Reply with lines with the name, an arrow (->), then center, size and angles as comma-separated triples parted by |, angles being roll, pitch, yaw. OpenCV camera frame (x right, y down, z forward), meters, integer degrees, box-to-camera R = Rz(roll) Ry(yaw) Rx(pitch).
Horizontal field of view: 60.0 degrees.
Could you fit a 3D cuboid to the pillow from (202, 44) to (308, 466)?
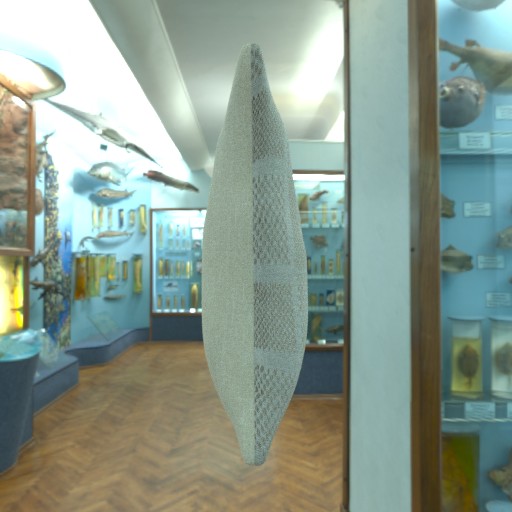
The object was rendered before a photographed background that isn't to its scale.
pillow -> 0.000, 0.000, 0.666 | 0.138, 0.432, 0.436 | 0, -1, 1
